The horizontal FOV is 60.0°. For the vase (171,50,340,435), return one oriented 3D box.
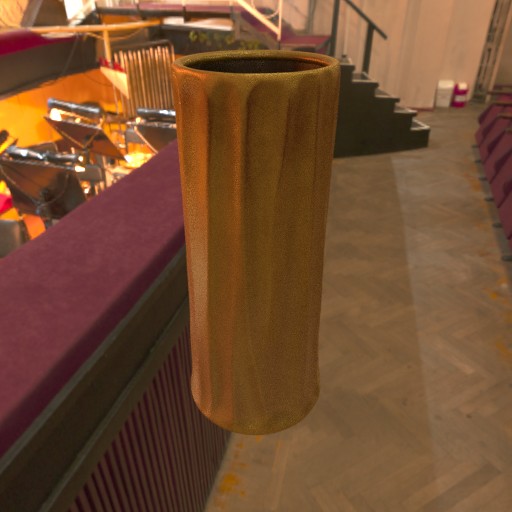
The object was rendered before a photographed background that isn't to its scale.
[{"bbox_3d":[0.000,0.000,0.175,0.061,0.143,0.061,0,32,0],"label":"vase"}]
